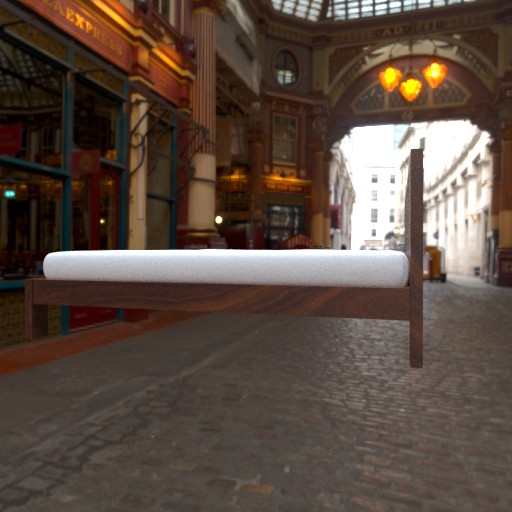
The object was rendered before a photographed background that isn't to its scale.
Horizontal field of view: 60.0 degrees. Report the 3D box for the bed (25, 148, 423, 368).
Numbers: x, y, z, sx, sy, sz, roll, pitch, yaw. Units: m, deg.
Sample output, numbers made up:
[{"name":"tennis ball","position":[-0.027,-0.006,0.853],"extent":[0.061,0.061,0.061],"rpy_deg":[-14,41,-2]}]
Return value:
[{"name":"bed","position":[0.000,0.000,3.007],"extent":[2.030,0.890,1.905],"rpy_deg":[0,0,18]}]
